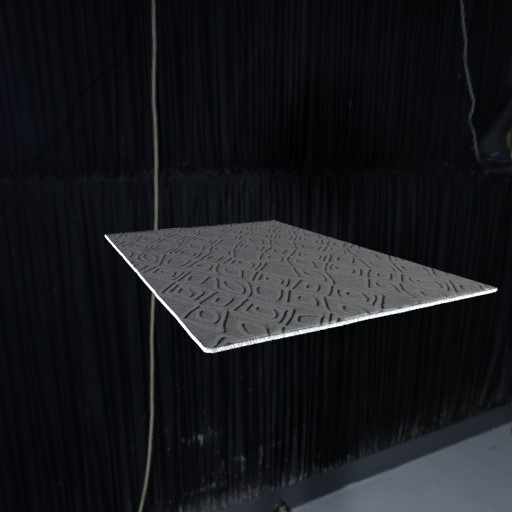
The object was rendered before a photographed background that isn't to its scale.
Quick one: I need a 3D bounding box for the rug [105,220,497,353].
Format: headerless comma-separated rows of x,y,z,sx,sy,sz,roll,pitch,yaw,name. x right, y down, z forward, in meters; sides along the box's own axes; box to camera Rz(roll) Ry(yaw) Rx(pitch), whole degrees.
0.000,0.000,2.270,1.224,0.016,1.832,-7,16,-26,rug
